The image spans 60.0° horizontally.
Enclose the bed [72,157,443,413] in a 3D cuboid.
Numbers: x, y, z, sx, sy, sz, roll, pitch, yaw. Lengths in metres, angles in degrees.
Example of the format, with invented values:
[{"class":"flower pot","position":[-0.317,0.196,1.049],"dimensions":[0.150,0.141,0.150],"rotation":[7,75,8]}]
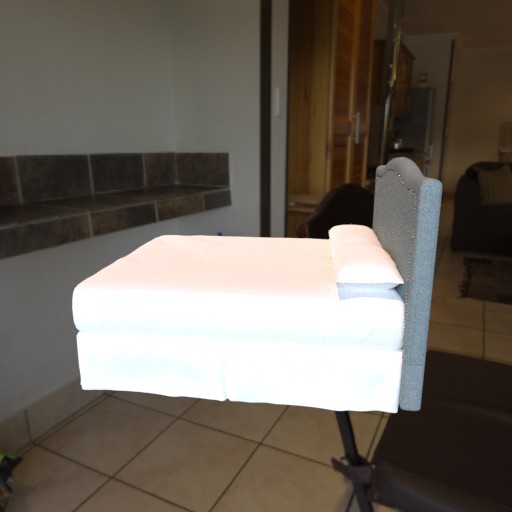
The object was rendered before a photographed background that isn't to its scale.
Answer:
[{"class":"bed","position":[0.000,0.000,3.337],"dimensions":[2.143,1.460,1.753],"rotation":[2,14,7]}]
